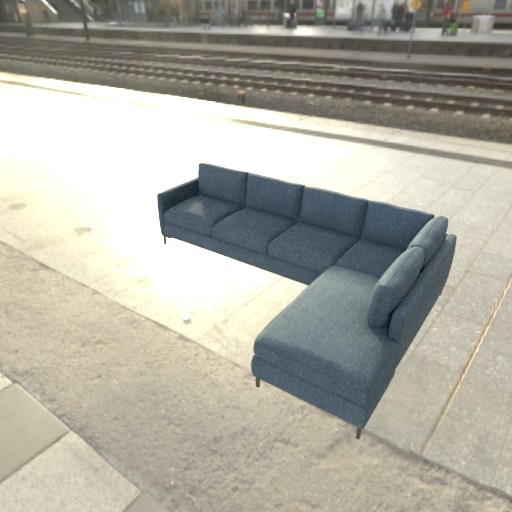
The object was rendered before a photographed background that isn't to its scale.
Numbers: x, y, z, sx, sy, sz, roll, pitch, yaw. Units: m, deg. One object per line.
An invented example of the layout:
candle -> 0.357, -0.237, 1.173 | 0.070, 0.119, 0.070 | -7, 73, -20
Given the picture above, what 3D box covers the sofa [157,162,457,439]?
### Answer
sofa -> 0.000, 0.000, 3.948 | 2.949, 0.815, 2.007 | 19, 34, 30
